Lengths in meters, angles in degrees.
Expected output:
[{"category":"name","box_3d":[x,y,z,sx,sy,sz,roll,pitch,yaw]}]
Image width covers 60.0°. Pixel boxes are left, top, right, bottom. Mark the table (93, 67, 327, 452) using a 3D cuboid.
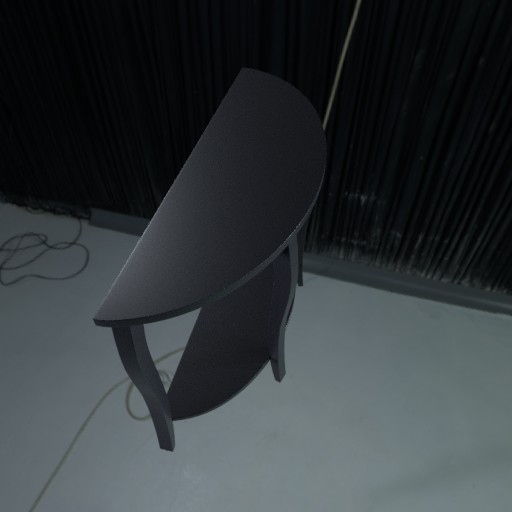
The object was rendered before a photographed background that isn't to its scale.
[{"category":"table","box_3d":[0.000,0.000,1.558,0.394,0.780,1.219,10,47,9]}]
